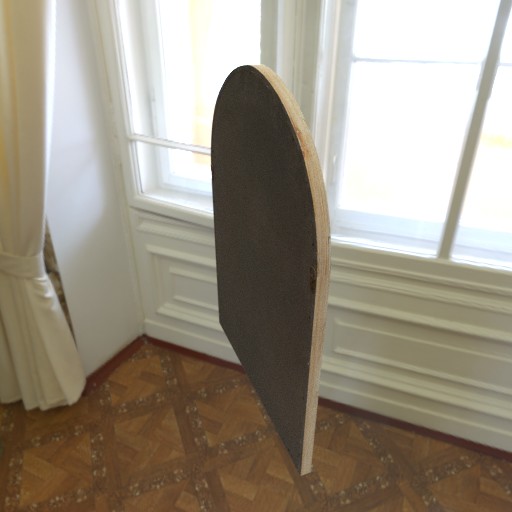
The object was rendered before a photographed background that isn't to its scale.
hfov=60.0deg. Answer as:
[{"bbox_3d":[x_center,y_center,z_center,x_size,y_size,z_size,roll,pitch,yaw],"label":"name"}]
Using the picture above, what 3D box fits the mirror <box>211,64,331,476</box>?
[{"bbox_3d":[0.000,0.000,1.153,0.032,0.920,0.660,-12,32,-19],"label":"mirror"}]
